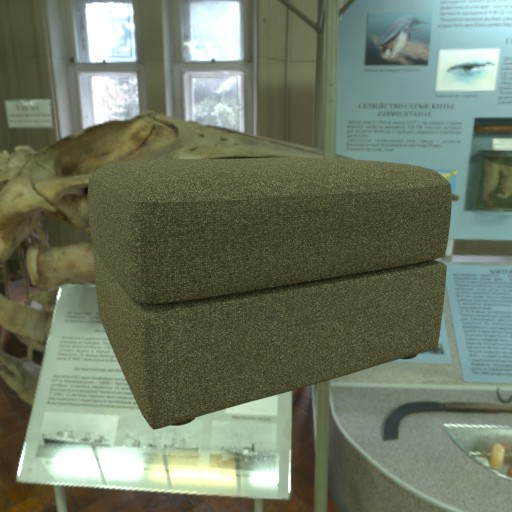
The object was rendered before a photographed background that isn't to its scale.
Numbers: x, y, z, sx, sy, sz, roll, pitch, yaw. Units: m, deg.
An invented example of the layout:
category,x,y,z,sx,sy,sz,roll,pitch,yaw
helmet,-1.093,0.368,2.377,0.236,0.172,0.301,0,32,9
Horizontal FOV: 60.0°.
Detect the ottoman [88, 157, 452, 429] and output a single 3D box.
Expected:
category,x,y,z,sx,sy,sz,roll,pitch,yaw
ottoman,0.000,0.000,1.117,0.742,0.476,0.598,-7,16,-26
